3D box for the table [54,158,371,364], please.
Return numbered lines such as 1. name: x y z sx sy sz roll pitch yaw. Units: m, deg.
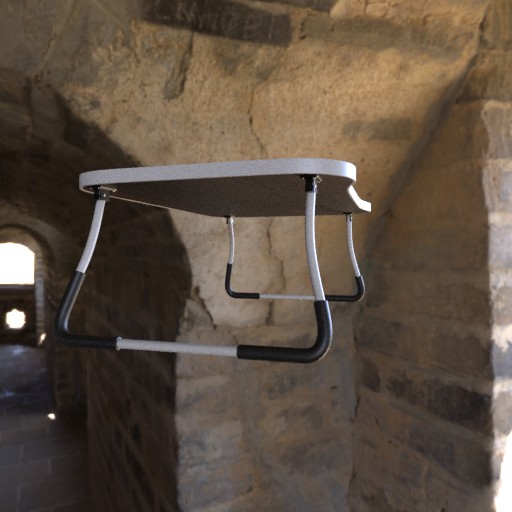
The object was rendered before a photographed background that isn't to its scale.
1. table: 0.000 0.000 0.838 0.400 0.232 0.660 0 0 17
